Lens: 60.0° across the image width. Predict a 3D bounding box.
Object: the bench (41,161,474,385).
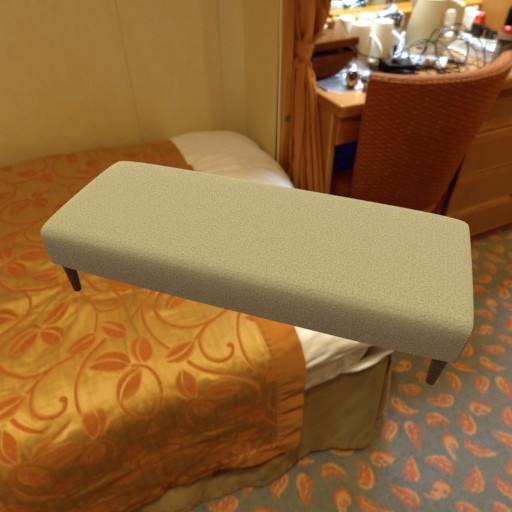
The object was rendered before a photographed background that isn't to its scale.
[{"bbox_3d":[0.000,0.000,1.848,1.598,0.383,0.631,12,42,14],"label":"bench"}]
